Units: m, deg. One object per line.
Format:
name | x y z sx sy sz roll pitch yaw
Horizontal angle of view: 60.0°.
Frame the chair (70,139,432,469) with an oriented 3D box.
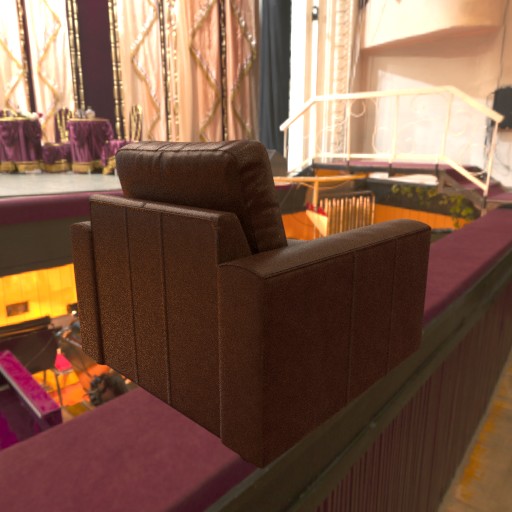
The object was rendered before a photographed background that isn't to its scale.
chair | 0.000 0.000 1.736 1.005 0.873 1.016 13 19 42
